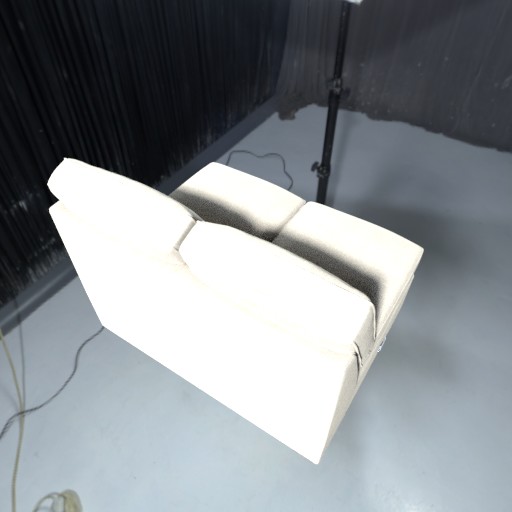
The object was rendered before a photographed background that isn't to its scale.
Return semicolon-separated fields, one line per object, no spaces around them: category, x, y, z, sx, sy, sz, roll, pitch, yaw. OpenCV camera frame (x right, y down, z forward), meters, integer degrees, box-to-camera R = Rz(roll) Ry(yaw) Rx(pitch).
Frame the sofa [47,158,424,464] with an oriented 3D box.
sofa;0.000;0.000;1.941;1.232;1.006;0.978;26;52;22
